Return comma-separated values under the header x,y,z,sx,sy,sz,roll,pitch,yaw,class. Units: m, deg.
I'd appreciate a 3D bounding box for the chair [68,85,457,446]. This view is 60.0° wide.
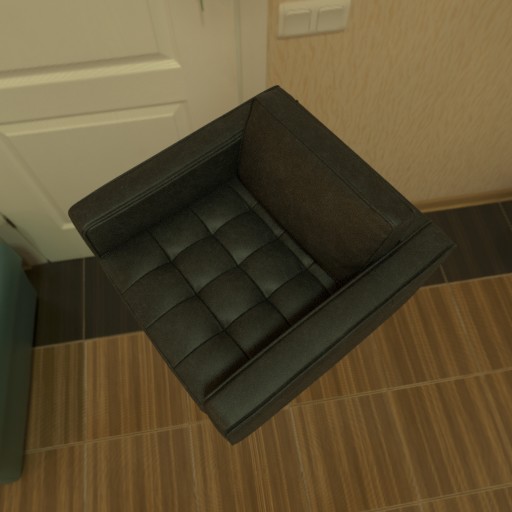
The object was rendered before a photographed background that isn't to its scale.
x,y,z,sx,sy,sz,roll,pitch,yaw,class
0.000,0.000,1.565,0.914,0.763,0.889,-35,69,-16,chair
